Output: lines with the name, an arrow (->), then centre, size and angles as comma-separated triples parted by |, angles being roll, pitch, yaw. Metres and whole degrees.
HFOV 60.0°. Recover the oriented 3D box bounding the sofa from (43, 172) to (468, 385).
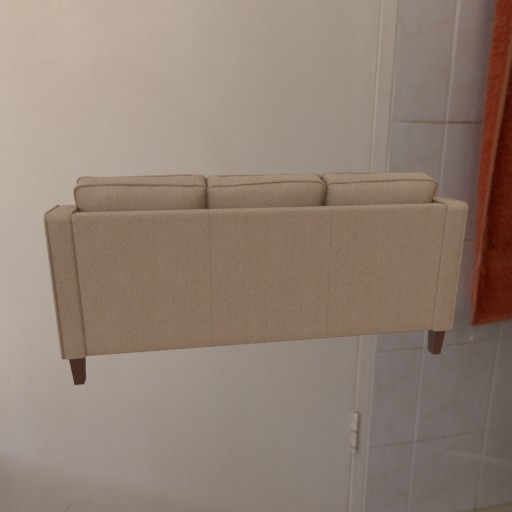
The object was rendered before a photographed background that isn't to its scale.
sofa -> 0.000, 0.000, 2.547 | 1.986, 0.974, 0.911 | -2, 15, -9
